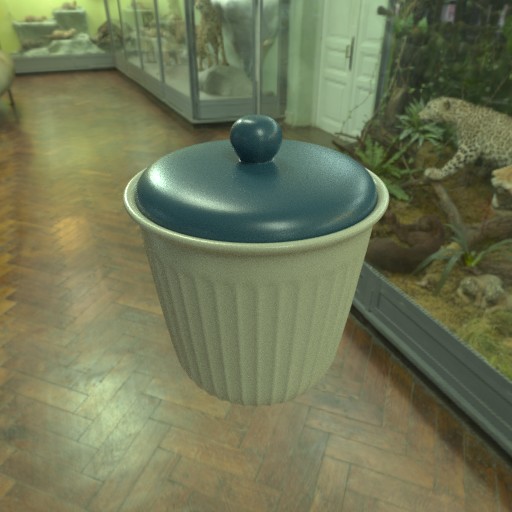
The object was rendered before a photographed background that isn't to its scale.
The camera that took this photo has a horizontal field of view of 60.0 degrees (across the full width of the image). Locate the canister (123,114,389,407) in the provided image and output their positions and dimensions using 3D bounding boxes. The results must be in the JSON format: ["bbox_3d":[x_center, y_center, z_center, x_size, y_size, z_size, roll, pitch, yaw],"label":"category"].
[{"bbox_3d":[0.000,0.000,0.341,0.181,0.211,0.181,0,31,0],"label":"canister"}]
